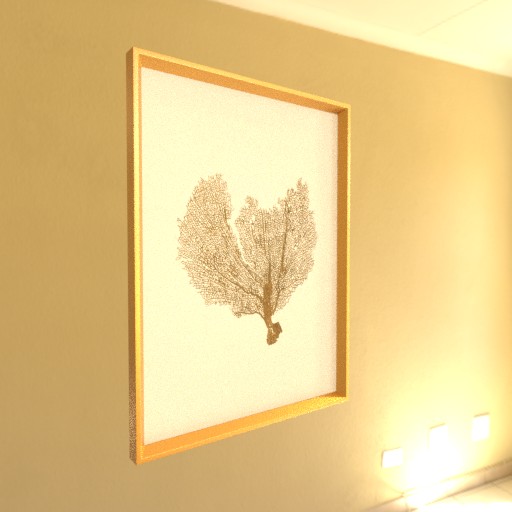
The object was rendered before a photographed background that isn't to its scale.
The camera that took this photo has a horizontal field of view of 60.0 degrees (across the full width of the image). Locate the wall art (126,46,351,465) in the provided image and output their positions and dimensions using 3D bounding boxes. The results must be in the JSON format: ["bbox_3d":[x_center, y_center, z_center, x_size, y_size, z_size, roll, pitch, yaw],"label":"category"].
[{"bbox_3d":[0.000,0.000,1.053,0.610,0.812,0.038,-1,2,-36],"label":"wall art"}]
